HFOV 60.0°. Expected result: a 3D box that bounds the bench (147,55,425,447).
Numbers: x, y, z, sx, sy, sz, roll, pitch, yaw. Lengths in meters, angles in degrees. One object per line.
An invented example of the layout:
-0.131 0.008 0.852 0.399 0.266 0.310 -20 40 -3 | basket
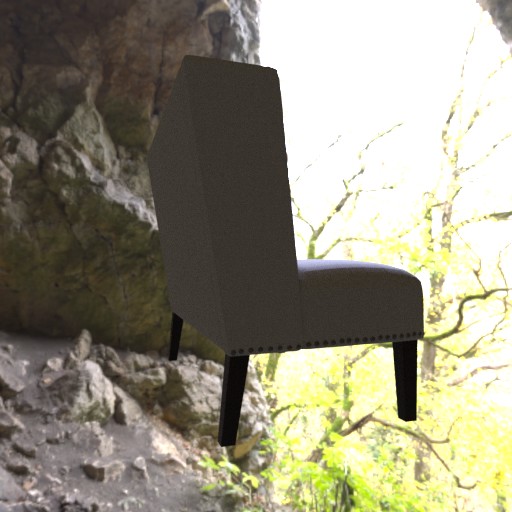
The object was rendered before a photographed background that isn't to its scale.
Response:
0.000 0.000 1.962 0.847 1.123 1.280 0 -1 -18 | bench
